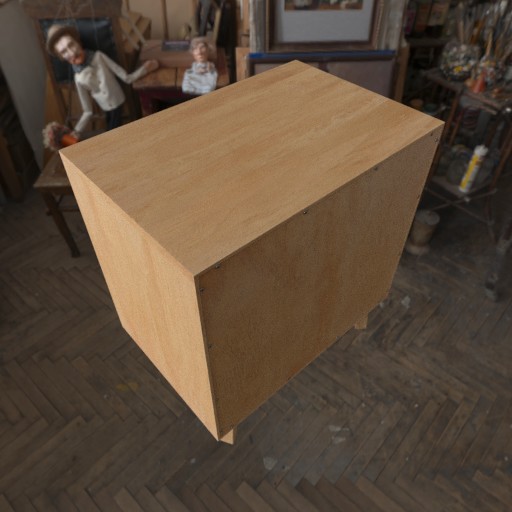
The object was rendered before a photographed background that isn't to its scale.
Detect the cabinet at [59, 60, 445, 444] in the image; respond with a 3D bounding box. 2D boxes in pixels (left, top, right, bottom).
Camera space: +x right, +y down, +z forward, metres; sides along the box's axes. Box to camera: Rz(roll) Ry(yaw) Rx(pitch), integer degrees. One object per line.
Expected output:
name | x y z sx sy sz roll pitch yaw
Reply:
cabinet | 0.000 0.000 0.973 0.551 0.599 0.394 -33 54 -28
